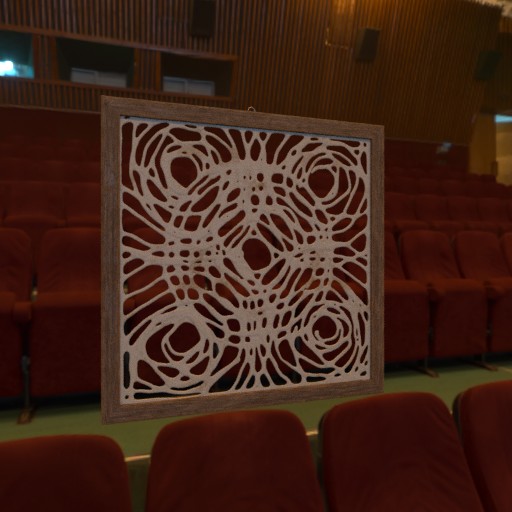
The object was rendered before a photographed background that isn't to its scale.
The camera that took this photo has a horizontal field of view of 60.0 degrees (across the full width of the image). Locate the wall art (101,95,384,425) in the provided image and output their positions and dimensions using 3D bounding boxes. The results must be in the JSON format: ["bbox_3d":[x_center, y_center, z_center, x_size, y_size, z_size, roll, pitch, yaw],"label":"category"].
[{"bbox_3d":[0.000,0.000,0.850,0.561,0.576,0.021,0,0,-18],"label":"wall art"}]
